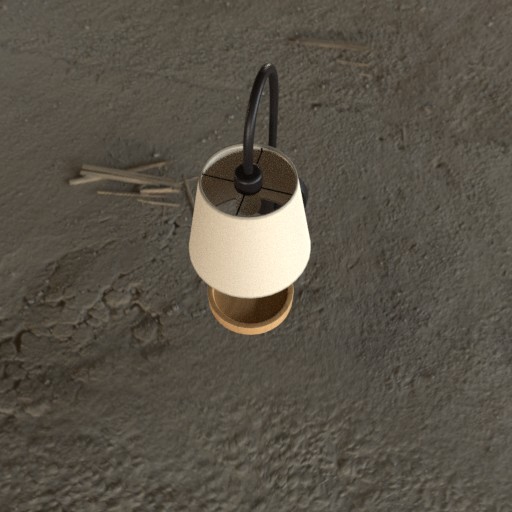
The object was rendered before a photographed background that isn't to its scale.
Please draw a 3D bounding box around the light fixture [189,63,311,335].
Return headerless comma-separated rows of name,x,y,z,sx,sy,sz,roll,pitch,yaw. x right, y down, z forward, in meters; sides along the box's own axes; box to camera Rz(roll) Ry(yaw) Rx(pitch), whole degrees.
light fixture,0.000,0.000,0.911,0.220,0.821,0.299,14,59,9
